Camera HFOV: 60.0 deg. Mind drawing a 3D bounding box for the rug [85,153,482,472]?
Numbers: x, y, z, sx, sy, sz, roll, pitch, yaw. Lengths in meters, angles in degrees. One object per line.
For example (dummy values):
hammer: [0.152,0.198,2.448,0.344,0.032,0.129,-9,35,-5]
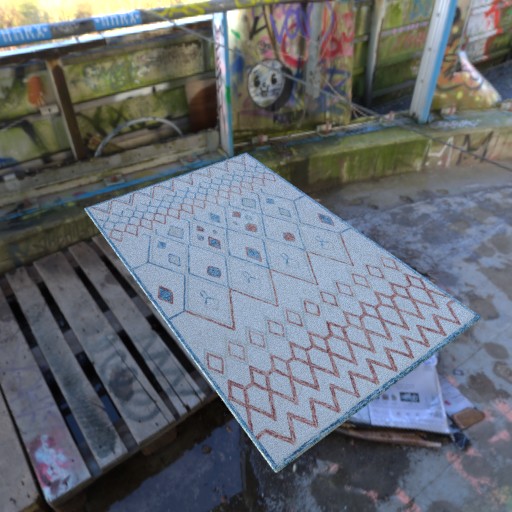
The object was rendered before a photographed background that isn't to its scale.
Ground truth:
rug: [0.000,0.000,3.012,1.524,0.015,2.438,-25,47,-26]
